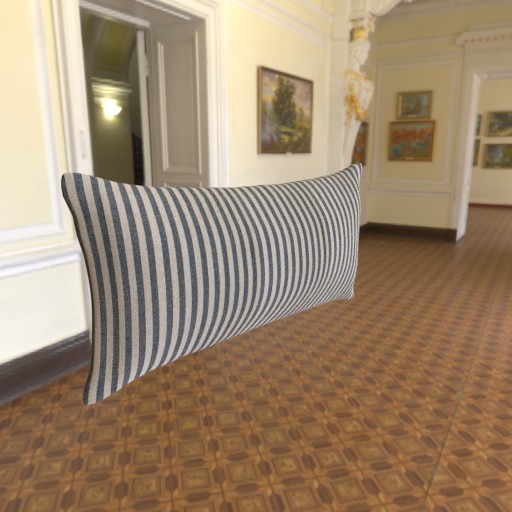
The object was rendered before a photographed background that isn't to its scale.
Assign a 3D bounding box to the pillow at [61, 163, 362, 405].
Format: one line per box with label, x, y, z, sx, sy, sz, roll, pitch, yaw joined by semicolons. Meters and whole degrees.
pillow;0.000;0.000;0.742;0.617;0.295;0.151;-13;18;-43
